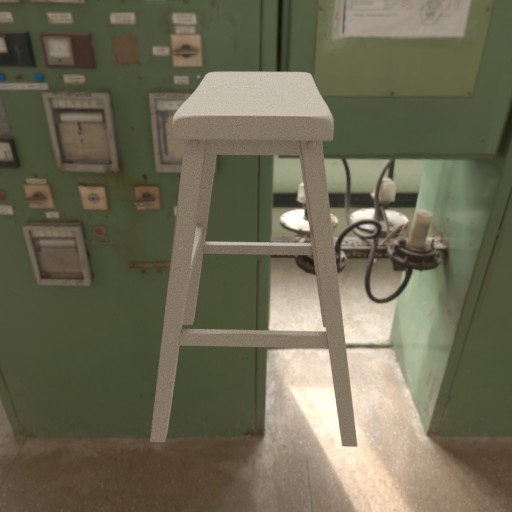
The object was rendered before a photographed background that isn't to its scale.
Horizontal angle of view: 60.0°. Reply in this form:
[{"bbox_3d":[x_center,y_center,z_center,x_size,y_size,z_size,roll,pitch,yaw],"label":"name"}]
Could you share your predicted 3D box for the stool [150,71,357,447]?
[{"bbox_3d":[0.000,0.000,1.029,0.476,0.737,0.457,1,30,1],"label":"stool"}]
